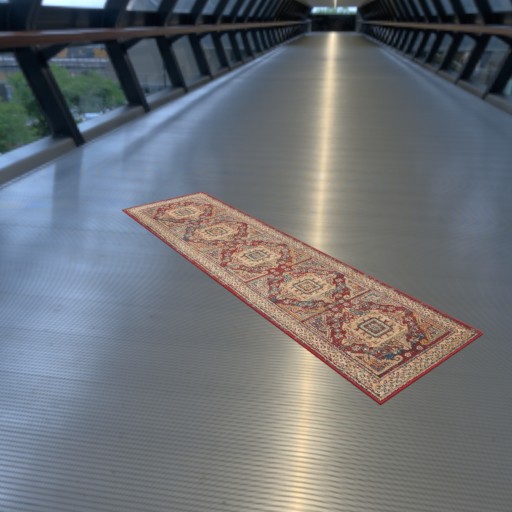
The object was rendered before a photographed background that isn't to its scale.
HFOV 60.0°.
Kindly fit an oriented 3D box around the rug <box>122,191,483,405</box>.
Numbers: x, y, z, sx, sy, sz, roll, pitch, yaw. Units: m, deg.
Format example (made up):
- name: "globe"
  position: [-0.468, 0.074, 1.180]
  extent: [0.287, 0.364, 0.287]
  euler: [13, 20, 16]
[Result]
- name: "rug"
  position: [0.000, 0.000, 2.493]
  extent: [0.659, 0.015, 2.292]
  euler: [-19, 32, -32]
